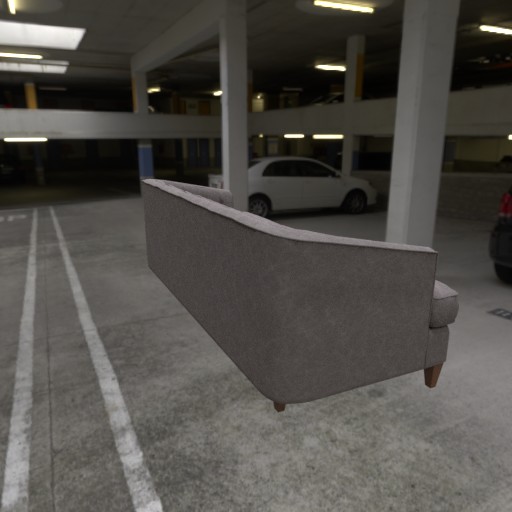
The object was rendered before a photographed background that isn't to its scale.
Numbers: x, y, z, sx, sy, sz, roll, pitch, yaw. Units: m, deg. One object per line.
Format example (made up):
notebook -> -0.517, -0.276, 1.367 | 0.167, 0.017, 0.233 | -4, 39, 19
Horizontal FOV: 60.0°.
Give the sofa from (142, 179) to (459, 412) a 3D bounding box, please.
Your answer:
sofa -> 0.000, 0.000, 2.701 | 0.917, 0.806, 2.247 | -7, 17, -25
